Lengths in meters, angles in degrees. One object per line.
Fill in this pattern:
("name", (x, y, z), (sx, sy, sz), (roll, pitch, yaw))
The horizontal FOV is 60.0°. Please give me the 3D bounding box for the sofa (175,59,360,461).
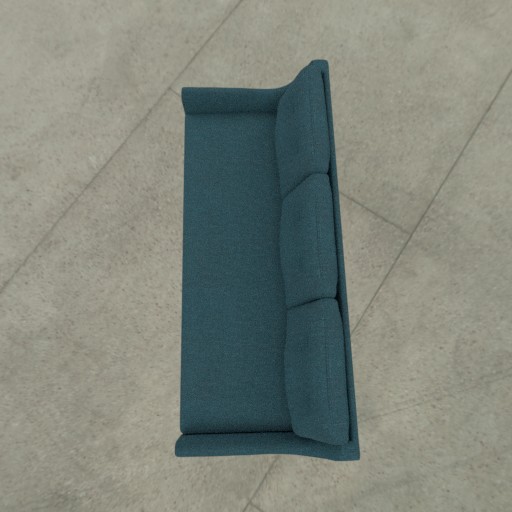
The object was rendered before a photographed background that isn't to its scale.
("sofa", (0.000, 0.000, 2.486), (0.849, 0.837, 2.060), (-2, 75, 0))
